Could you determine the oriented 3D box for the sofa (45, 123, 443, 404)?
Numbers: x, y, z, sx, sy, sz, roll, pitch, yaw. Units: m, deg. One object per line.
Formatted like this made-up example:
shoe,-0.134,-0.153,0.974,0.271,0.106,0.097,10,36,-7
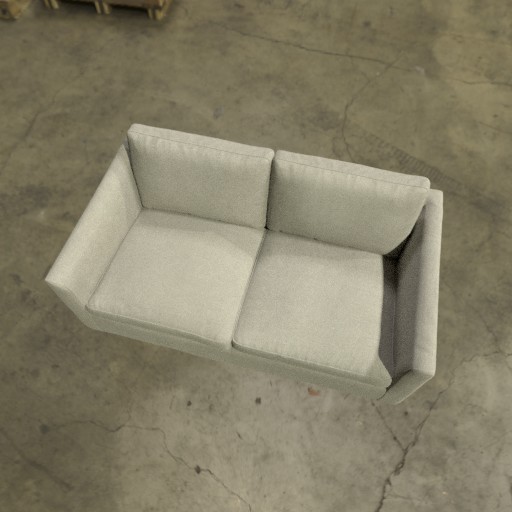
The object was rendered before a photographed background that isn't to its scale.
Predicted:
sofa,0.000,0.000,2.516,1.905,0.839,1.091,12,59,7
